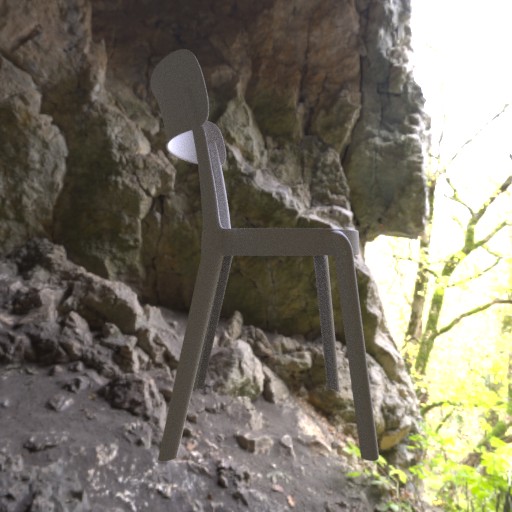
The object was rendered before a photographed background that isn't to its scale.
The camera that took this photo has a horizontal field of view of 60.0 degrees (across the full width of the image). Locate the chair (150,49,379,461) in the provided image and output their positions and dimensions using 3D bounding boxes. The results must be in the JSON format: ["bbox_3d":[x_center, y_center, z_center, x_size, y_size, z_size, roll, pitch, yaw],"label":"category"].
[{"bbox_3d":[0.000,0.000,1.082,0.491,0.790,0.506,0,1,0],"label":"chair"}]
